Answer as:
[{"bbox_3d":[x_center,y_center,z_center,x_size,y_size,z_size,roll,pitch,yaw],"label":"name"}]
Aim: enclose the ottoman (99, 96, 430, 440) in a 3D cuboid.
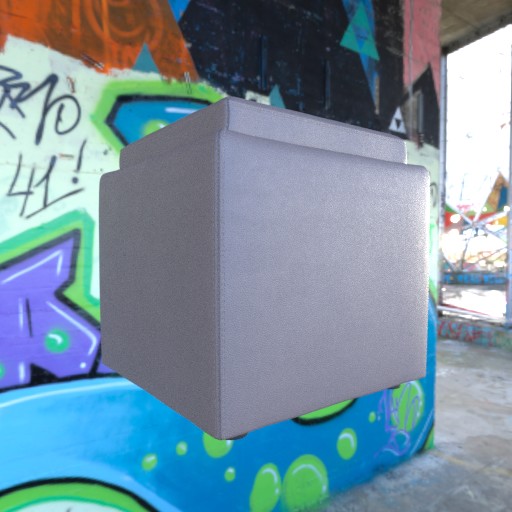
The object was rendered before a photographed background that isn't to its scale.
[{"bbox_3d":[0.000,0.000,0.820,0.450,0.460,0.451,-1,2,-37],"label":"ottoman"}]
